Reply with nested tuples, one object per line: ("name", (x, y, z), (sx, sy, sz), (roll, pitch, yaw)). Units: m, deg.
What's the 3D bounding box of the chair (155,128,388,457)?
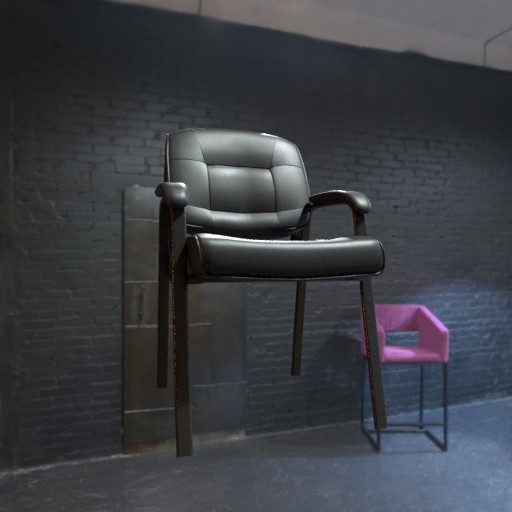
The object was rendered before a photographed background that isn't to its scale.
("chair", (0.000, 0.000, 1.336), (0.591, 0.910, 0.668), (0, 0, -18))
